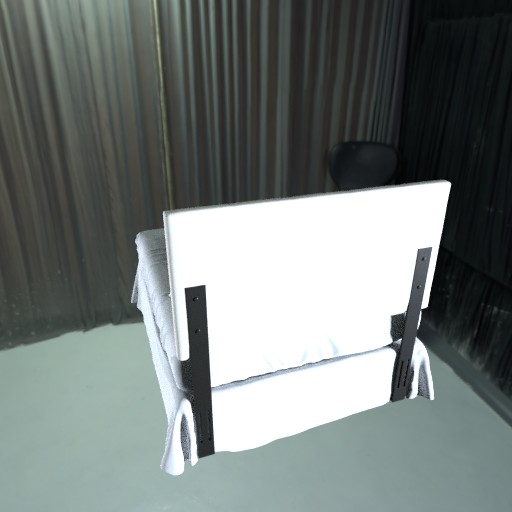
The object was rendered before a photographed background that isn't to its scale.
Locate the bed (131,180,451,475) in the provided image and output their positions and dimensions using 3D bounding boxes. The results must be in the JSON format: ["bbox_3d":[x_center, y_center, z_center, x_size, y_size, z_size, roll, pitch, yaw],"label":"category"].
[{"bbox_3d":[0.000,0.000,3.459,1.936,1.577,2.222,-9,27,-18],"label":"bed"}]
